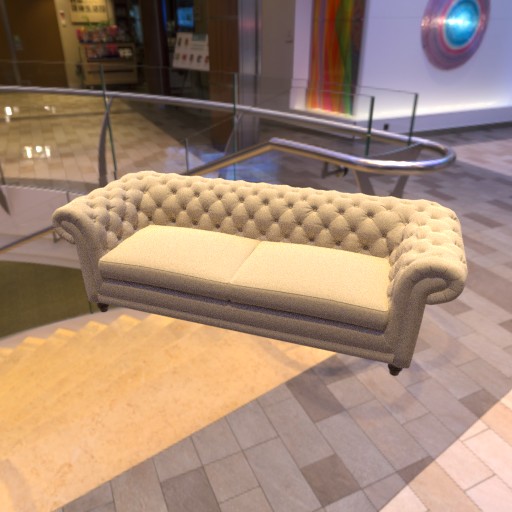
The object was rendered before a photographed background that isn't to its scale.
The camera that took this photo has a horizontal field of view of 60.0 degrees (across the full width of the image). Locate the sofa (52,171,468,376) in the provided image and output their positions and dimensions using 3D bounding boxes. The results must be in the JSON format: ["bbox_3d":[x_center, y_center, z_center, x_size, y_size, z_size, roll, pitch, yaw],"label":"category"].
[{"bbox_3d":[0.000,0.000,3.216,2.694,0.847,1.076,9,29,17],"label":"sofa"}]
